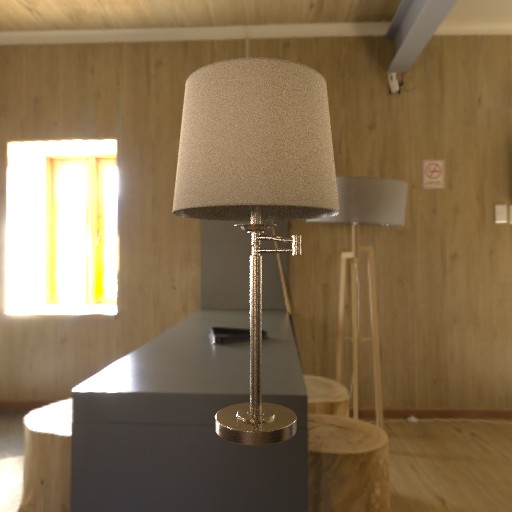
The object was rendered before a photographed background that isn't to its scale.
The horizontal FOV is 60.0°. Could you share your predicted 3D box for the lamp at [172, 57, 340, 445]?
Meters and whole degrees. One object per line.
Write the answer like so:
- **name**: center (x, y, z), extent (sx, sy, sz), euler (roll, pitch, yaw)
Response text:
- **lamp**: center (0.000, 0.000, 0.895), extent (0.333, 0.696, 0.333), euler (0, 0, 0)
